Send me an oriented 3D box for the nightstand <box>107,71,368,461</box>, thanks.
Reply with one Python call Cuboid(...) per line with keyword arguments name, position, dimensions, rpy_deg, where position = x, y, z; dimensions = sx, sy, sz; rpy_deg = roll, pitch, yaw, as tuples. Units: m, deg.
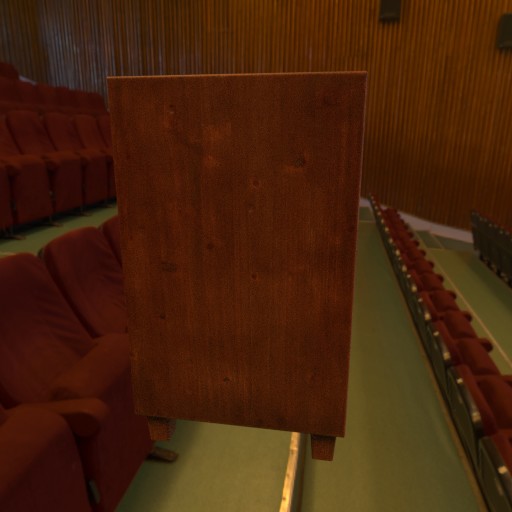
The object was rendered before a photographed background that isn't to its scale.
Cuboid(name="nightstand", position=(0.000, 0.000, 0.981), dimensions=(0.410, 0.695, 0.465), rpy_deg=(3, 16, 10))
